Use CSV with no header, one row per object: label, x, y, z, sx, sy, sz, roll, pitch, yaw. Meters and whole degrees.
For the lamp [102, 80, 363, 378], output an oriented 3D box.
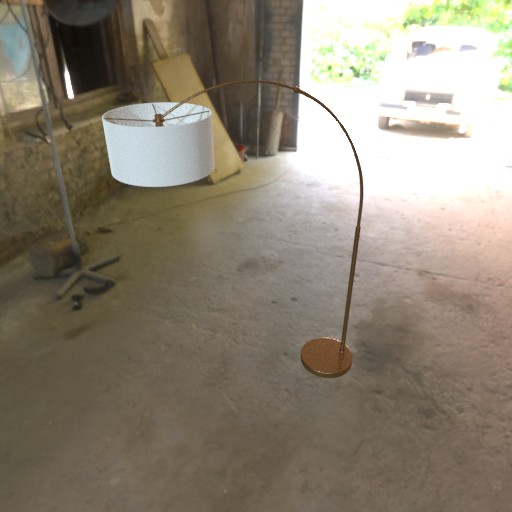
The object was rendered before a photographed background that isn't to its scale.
lamp,0.000,0.000,2.580,1.434,1.927,0.493,-9,32,-15
